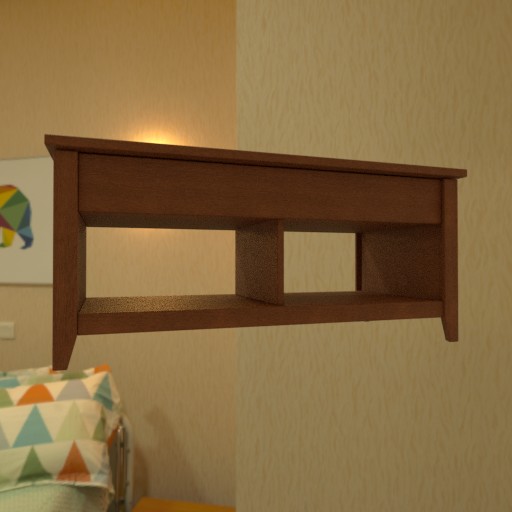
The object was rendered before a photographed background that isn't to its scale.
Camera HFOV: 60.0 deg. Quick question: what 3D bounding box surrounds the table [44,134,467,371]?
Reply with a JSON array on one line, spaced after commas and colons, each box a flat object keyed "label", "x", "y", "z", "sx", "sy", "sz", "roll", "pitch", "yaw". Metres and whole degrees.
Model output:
[{"label": "table", "x": 0.000, "y": 0.000, "z": 1.233, "sx": 1.016, "sy": 0.457, "sz": 0.483, "roll": 0, "pitch": -1, "yaw": -19}]
